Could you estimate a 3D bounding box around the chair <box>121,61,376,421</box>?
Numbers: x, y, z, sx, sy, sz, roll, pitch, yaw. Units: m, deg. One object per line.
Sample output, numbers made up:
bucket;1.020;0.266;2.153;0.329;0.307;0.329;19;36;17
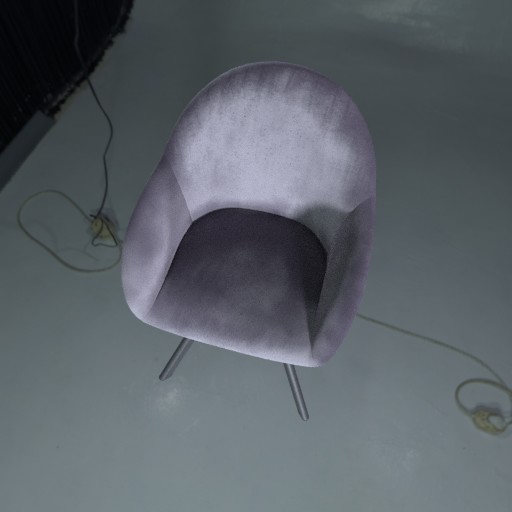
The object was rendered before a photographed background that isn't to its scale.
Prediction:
chair;0.000;0.000;1.200;0.550;0.795;0.590;13;59;8
